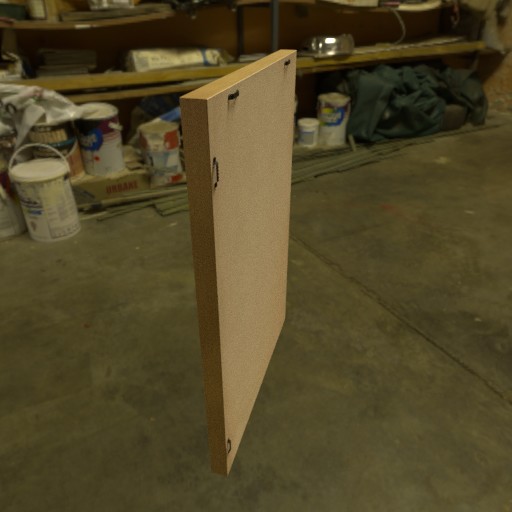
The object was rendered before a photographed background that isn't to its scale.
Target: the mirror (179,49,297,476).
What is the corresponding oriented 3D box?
[{"bbox_3d":[0.000,0.000,0.897,0.039,0.710,0.507,8,32,14],"label":"mirror"}]
